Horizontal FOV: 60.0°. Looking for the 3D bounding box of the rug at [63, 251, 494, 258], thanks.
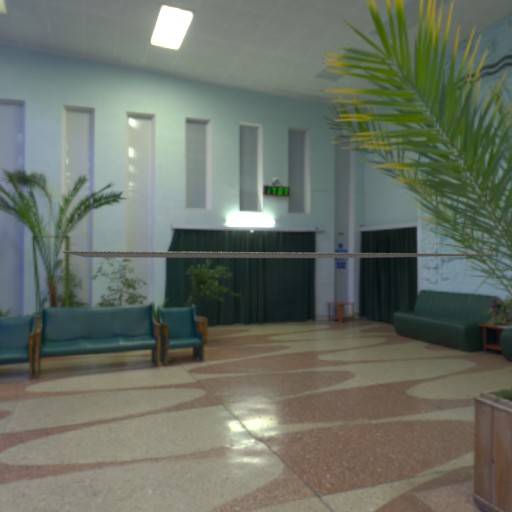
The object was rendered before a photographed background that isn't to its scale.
[{"bbox_3d":[0.000,0.000,4.075,3.057,0.013,2.434,0,-1,-18],"label":"rug"}]
